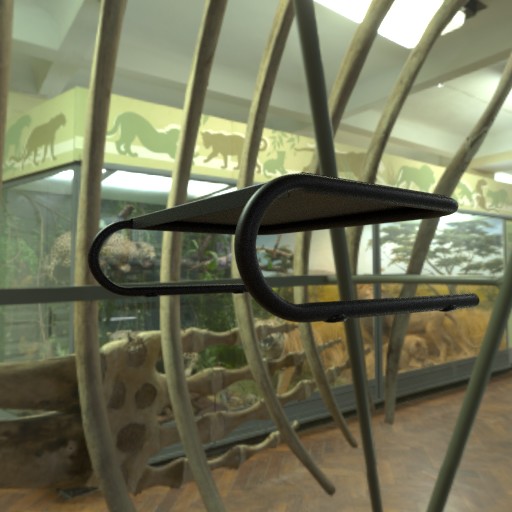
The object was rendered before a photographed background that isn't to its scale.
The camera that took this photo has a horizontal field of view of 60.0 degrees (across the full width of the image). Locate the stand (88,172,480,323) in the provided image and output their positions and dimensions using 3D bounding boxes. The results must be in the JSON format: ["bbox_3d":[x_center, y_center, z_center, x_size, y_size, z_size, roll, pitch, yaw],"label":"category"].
[{"bbox_3d":[0.000,0.000,0.506,0.280,0.108,0.370,1,-2,-35],"label":"stand"}]
